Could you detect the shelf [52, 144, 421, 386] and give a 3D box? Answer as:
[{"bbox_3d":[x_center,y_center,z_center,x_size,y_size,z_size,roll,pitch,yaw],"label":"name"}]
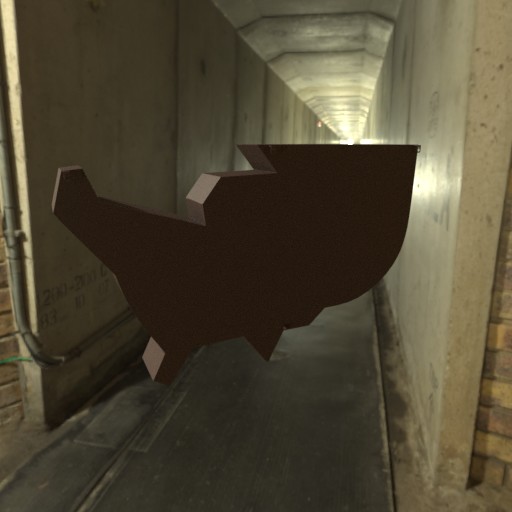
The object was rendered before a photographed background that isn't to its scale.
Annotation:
[{"bbox_3d":[0.000,0.000,0.898,0.729,0.439,0.112,-7,16,-24],"label":"shelf"}]
